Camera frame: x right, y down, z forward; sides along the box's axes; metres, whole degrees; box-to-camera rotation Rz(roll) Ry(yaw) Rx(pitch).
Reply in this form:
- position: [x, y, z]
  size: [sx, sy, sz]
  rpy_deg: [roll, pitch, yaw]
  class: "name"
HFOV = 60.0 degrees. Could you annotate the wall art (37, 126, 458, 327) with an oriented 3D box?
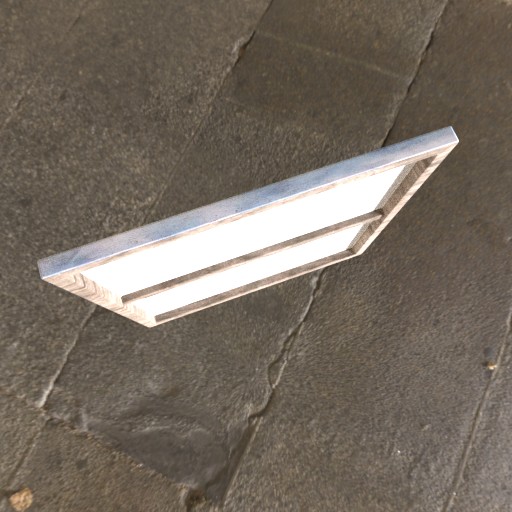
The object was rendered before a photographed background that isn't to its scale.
- position: [0.000, 0.000, 1.110]
  size: [0.747, 0.747, 0.035]
  rpy_deg: [-19, 76, -5]
  class: "wall art"
